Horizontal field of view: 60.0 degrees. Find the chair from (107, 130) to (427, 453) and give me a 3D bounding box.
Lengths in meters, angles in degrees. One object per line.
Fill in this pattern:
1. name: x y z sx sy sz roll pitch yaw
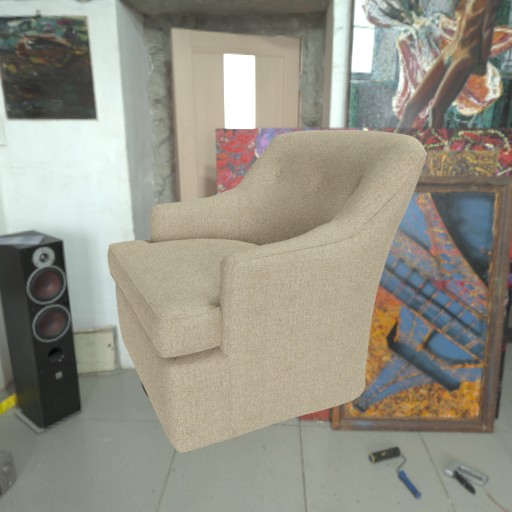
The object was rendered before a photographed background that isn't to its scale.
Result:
1. chair: 0.000 0.000 1.579 0.923 0.856 0.864 -8 19 -26
